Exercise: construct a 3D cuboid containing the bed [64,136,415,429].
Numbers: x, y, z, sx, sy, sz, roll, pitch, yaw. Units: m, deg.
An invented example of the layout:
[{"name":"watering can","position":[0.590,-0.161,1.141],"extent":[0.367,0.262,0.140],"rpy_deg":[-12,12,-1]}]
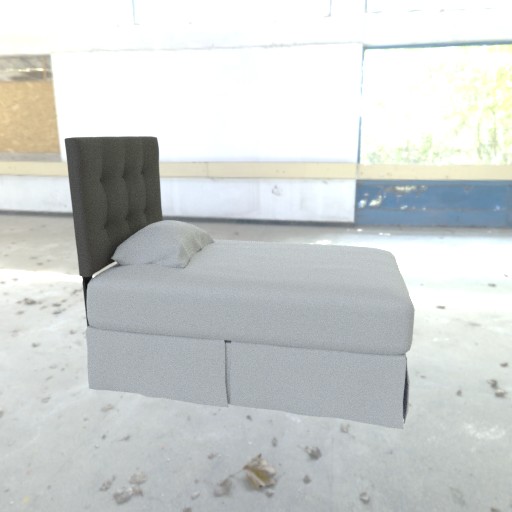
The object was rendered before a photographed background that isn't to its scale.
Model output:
[{"name":"bed","position":[0.000,0.000,3.020],"extent":[1.997,1.571,1.261],"rpy_deg":[3,16,11]}]
